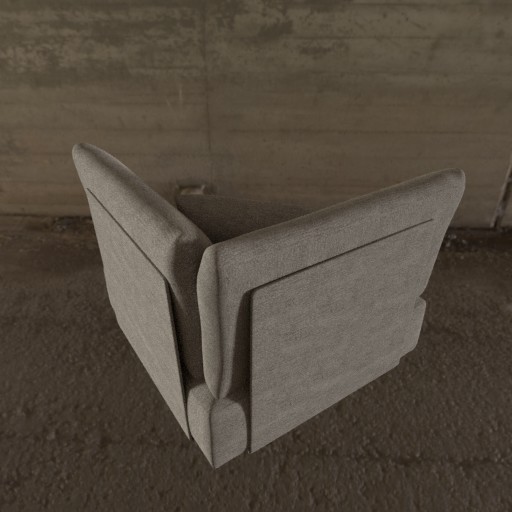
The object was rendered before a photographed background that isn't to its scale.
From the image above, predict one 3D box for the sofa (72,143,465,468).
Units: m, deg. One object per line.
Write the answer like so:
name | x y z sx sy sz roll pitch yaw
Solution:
sofa | 0.000 0.000 1.728 1.000 0.820 1.000 -20 37 -28
